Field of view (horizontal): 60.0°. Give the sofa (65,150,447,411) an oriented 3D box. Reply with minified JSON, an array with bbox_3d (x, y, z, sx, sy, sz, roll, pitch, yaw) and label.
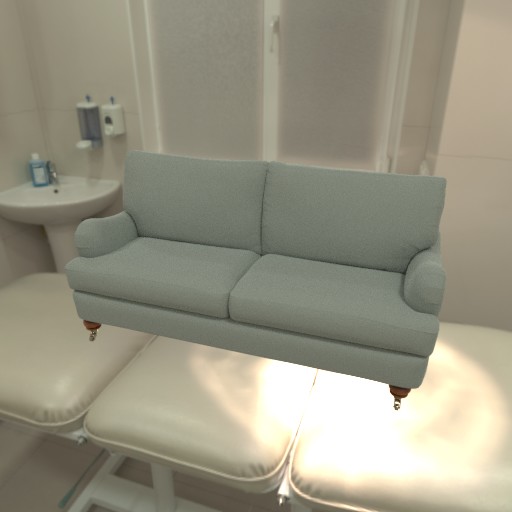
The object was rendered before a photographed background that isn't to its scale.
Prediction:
[{"bbox_3d":[0.000,0.000,2.817,2.193,1.096,1.069,8,27,16],"label":"sofa"}]
